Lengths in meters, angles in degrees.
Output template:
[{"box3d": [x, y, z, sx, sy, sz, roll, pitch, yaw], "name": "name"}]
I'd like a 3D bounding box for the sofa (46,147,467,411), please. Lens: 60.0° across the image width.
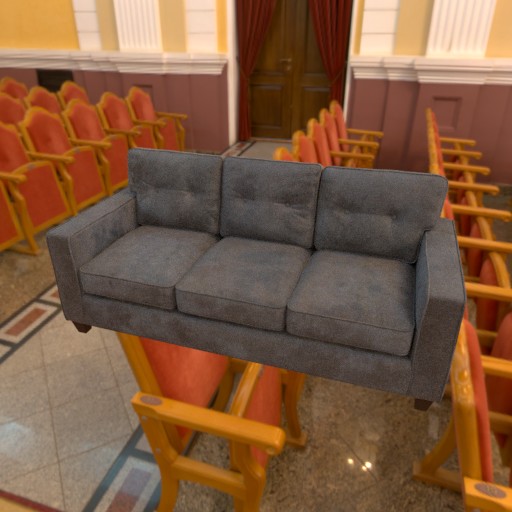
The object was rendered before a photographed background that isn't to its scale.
[{"box3d": [0.000, 0.000, 2.546, 2.133, 0.965, 0.939, 9, 29, 16], "name": "sofa"}]
